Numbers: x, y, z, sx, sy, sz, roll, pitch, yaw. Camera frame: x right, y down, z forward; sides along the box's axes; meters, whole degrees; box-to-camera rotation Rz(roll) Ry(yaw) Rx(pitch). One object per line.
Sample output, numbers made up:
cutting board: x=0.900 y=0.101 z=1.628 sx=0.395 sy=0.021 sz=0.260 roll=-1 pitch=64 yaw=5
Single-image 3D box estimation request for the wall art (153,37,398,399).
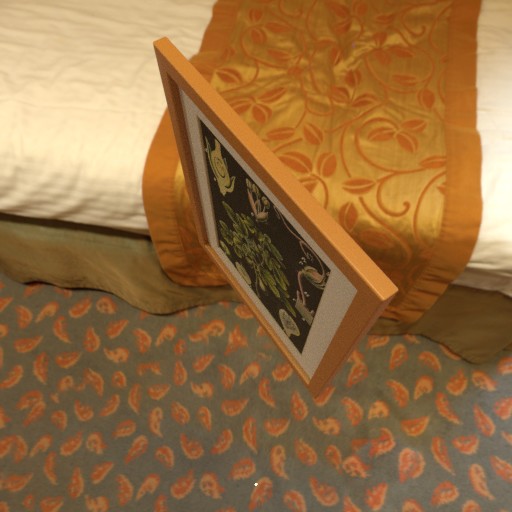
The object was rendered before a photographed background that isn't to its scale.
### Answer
wall art: x=0.000 y=0.000 z=0.517 sx=0.015 sy=0.379 sz=0.310 roll=-32 pitch=67 yaw=-15
